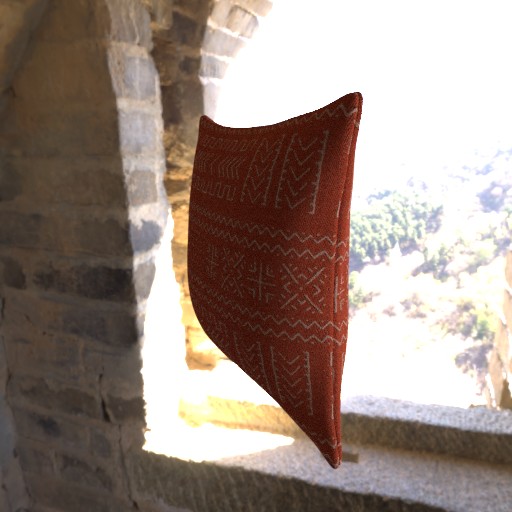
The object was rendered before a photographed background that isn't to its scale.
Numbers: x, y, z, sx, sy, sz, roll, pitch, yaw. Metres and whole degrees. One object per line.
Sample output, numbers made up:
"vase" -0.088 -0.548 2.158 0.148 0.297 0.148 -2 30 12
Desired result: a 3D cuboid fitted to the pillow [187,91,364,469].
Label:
"pillow" 0.000 0.000 0.664 0.164 0.429 0.438 -7 17 -26
